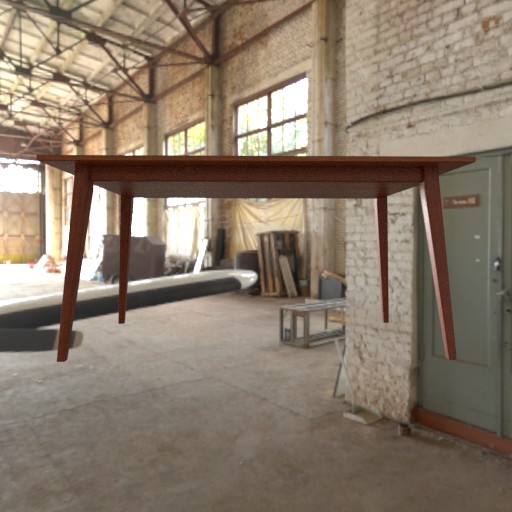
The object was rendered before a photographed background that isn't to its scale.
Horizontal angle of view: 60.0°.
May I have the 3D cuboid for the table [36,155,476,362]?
[{"bbox_3d":[0.000,0.000,2.034,1.609,0.755,0.811,0,1,-1],"label":"table"}]
